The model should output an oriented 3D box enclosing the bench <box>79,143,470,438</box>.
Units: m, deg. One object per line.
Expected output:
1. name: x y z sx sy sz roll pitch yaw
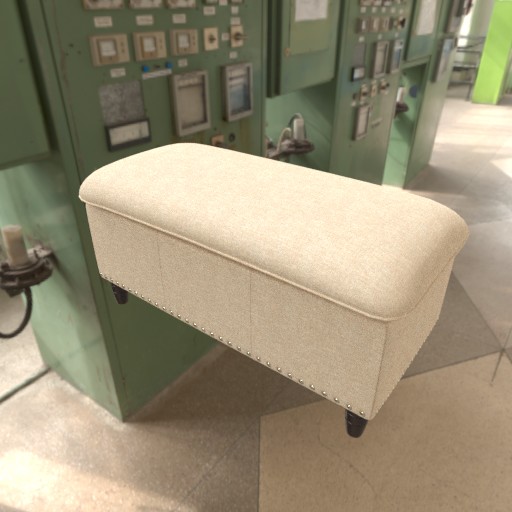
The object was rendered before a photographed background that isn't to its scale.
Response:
1. bench: 0.000 0.000 1.248 0.991 0.483 0.483 21 36 32
